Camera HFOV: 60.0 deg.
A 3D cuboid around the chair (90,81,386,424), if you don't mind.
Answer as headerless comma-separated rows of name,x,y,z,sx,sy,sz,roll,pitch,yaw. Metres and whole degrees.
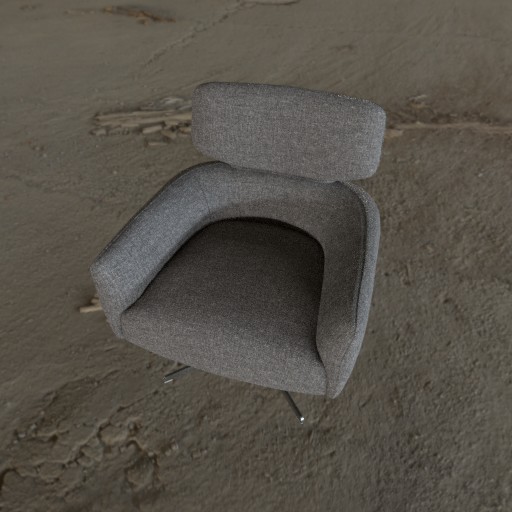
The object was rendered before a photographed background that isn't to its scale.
chair,0.000,0.000,1.350,0.706,0.812,0.715,12,43,13
